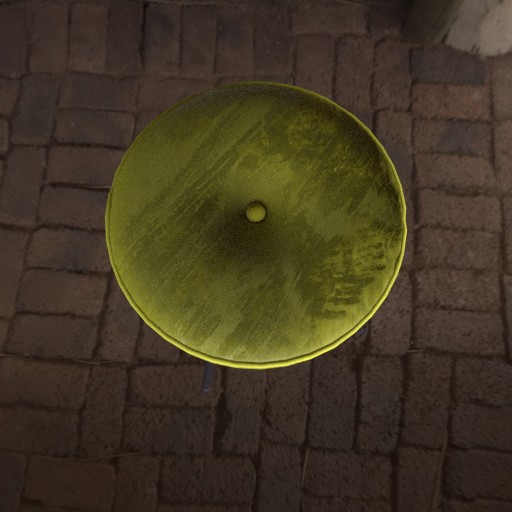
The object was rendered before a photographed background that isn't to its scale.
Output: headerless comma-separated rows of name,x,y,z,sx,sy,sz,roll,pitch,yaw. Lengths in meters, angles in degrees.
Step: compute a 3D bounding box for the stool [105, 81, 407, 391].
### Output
stool,0.000,0.000,0.828,0.409,0.508,0.409,-19,77,-5
